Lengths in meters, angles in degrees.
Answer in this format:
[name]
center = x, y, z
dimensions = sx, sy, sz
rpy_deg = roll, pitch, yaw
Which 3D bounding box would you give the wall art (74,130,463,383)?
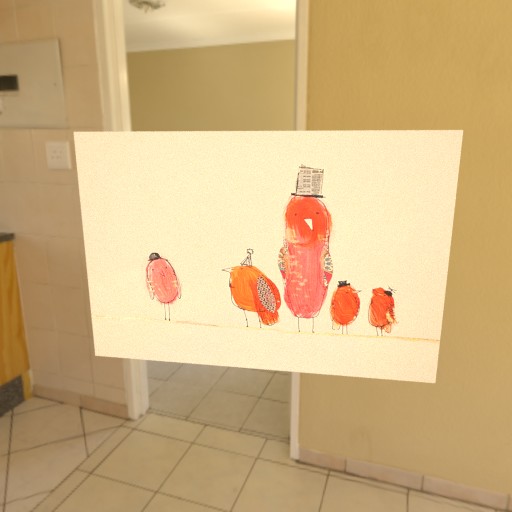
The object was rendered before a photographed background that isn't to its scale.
[wall art]
center = 0.000, 0.000, 1.123
dimensions = 0.914, 0.609, 0.038
rpy_deg = 2, 14, 9
